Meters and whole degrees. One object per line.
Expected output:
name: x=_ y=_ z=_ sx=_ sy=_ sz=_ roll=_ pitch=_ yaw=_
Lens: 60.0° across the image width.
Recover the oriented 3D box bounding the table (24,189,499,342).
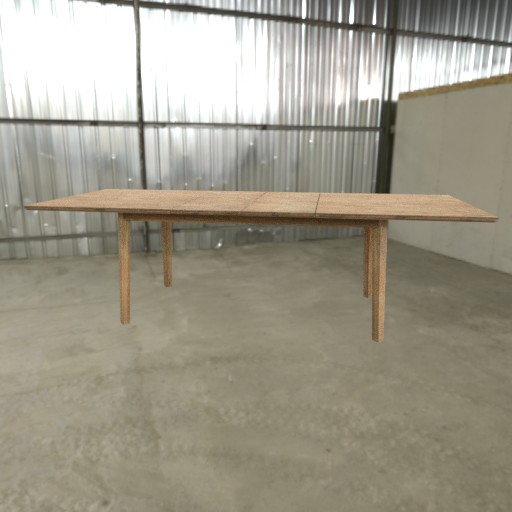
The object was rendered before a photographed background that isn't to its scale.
table: x=0.000 y=0.000 z=2.970 sx=2.603 sy=0.752 sz=1.000 roll=2 pitch=14 yaw=9
